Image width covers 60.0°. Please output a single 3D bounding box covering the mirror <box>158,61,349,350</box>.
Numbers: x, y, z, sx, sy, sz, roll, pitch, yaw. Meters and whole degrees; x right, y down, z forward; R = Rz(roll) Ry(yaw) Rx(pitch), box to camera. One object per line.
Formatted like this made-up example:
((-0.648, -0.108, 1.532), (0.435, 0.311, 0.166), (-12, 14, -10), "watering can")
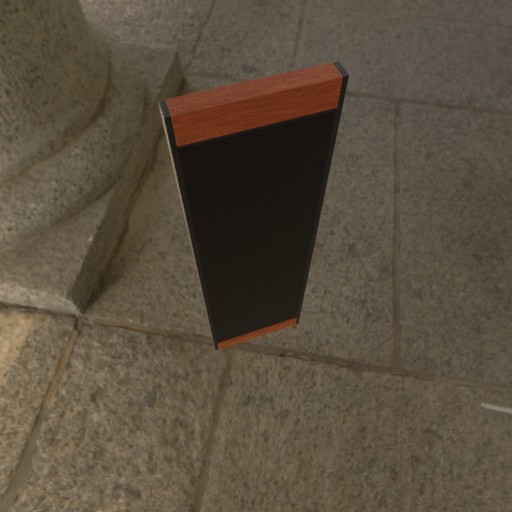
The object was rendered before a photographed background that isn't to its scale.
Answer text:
((0.000, 0.000, 1.259), (0.343, 1.123, 0.047), (-17, 60, -10), "mirror")
